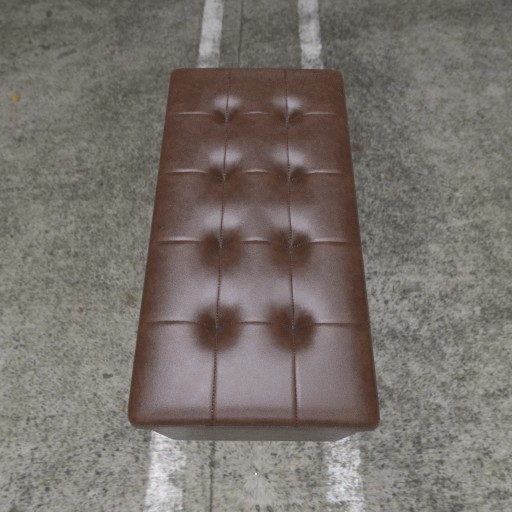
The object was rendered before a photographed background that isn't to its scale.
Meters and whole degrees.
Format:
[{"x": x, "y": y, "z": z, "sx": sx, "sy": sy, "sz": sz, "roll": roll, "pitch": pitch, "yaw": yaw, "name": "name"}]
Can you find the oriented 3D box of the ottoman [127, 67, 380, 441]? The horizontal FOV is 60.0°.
[{"x": 0.000, "y": 0.000, "z": 1.101, "sx": 0.432, "sy": 0.470, "sz": 0.838, "roll": 0, "pitch": 64, "yaw": 0, "name": "ottoman"}]
